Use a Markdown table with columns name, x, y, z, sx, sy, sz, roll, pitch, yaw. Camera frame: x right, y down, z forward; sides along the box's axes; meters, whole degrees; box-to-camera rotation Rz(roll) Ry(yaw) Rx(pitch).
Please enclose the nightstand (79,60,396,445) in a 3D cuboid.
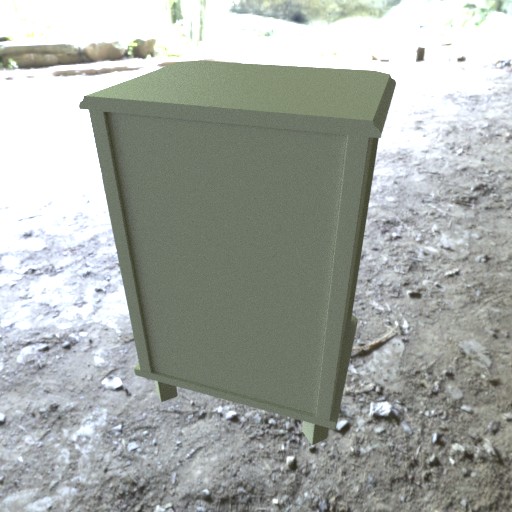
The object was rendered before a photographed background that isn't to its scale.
| name | x | y | z | sx | sy | sz | roll | pitch | yaw |
| --- | --- | --- | --- | --- | --- | --- | --- | --- | --- |
| nightstand | 0.000 | 0.000 | 0.910 | 0.435 | 0.681 | 0.351 | 10 | 34 | 15 |
